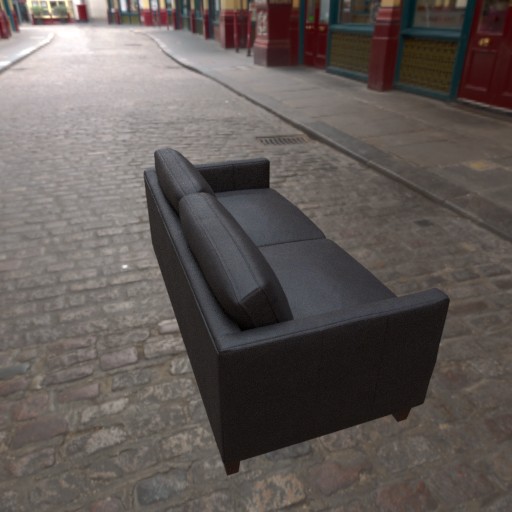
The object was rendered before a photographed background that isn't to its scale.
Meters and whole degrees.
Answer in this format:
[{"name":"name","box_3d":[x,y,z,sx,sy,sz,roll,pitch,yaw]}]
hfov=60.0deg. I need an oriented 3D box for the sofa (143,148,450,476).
[{"name":"sofa","box_3d":[0.000,0.000,2.422,0.933,0.863,1.971,-10,30,-17]}]
